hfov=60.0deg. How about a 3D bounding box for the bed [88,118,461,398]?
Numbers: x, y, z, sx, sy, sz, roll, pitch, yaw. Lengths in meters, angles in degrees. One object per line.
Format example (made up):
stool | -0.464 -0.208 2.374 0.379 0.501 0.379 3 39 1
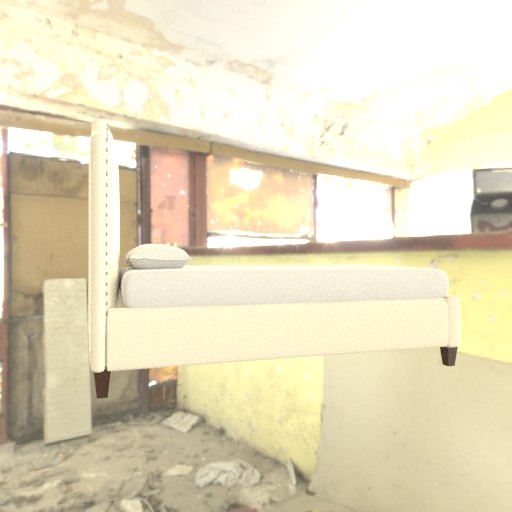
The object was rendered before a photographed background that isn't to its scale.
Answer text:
bed | 0.000 0.000 3.424 2.372 1.497 1.712 0 0 -18
